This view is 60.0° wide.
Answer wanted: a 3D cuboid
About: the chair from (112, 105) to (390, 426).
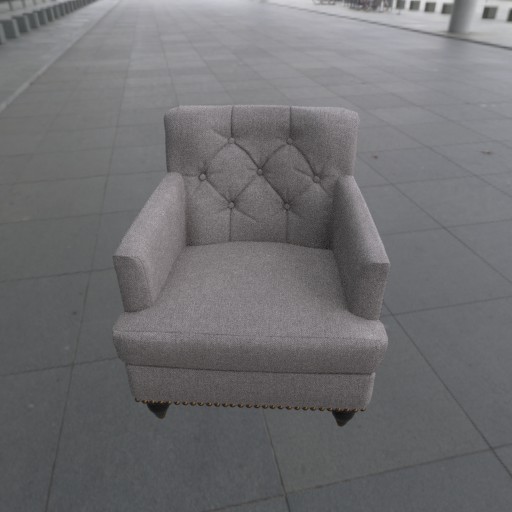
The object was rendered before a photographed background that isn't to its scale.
[{"bbox_3d":[0.000,0.000,1.518,0.737,0.823,0.902,2,32,2],"label":"chair"}]
